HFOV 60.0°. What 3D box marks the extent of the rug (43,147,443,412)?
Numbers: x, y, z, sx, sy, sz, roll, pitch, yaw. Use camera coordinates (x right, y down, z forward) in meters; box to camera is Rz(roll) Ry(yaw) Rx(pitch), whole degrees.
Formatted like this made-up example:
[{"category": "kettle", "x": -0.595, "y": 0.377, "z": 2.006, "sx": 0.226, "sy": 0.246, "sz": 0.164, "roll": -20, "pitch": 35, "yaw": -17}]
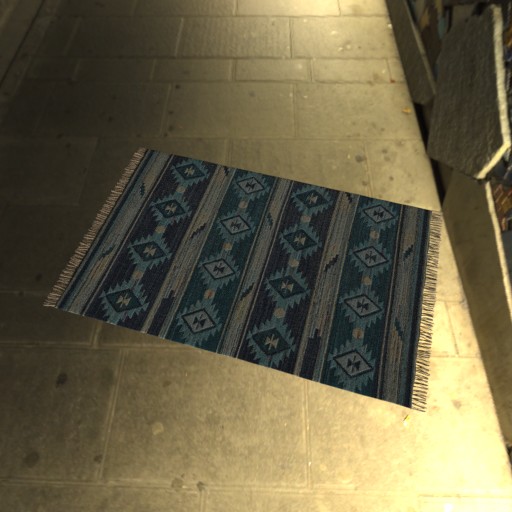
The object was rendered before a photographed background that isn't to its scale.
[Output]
[{"category": "rug", "x": 0.000, "y": 0.000, "z": 2.421, "sx": 1.936, "sy": 0.028, "sz": 1.181, "roll": 14, "pitch": 59, "yaw": 9}]
